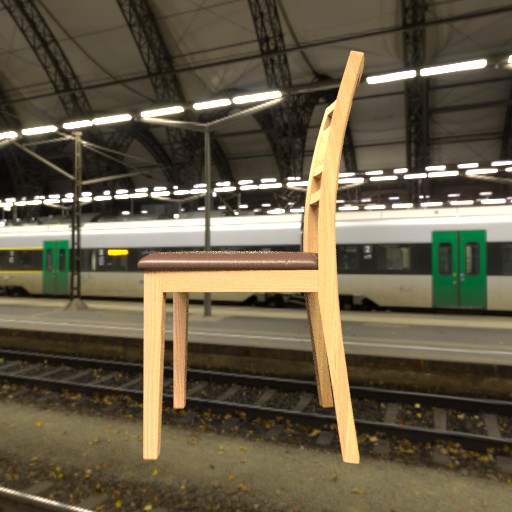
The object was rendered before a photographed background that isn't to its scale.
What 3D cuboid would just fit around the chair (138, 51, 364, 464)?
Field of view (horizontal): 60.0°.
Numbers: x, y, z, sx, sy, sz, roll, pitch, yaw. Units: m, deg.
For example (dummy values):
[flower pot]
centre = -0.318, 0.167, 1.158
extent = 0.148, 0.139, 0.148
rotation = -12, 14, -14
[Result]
[chair]
centre = 0.000, 0.000, 1.210
extent = 0.545, 0.940, 0.420
rotation = 0, -1, 1
